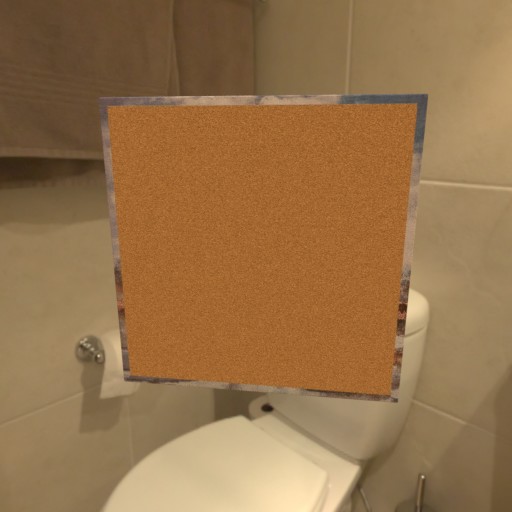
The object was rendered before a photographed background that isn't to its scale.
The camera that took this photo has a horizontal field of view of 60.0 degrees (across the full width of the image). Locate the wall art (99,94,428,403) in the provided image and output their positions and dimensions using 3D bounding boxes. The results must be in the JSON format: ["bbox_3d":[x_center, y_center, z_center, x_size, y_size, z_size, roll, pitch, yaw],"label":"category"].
[{"bbox_3d":[0.000,0.000,1.319,0.888,0.897,0.035,2,16,8],"label":"wall art"}]
